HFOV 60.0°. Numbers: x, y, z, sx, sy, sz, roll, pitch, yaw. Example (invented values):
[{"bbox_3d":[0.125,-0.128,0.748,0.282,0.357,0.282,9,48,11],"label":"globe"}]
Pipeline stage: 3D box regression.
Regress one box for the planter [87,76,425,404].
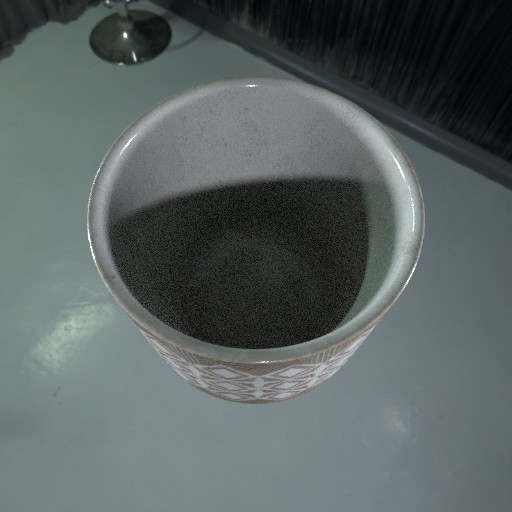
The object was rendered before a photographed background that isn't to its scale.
[{"bbox_3d":[0.000,0.000,0.214,0.126,0.104,0.126,0,64,0],"label":"planter"}]
